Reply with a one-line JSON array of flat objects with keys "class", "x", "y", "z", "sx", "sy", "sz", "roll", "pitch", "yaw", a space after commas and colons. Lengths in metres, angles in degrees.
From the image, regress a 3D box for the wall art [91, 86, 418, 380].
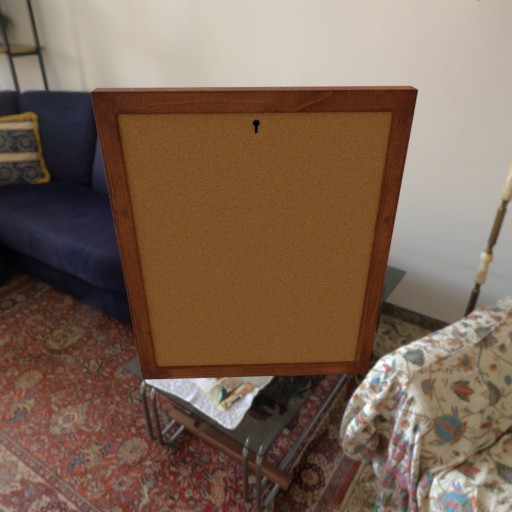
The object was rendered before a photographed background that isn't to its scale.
[{"class": "wall art", "x": 0.000, "y": 0.000, "z": 0.778, "sx": 0.462, "sy": 0.558, "sz": 0.030, "roll": -1, "pitch": 31, "yaw": -2}]
